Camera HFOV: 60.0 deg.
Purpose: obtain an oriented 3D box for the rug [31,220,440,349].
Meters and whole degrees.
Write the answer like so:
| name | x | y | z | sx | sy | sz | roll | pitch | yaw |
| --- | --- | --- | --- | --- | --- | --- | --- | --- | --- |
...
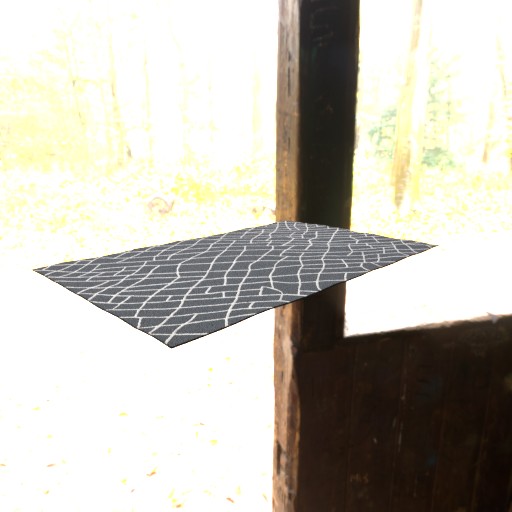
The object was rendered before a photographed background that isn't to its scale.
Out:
| name | x | y | z | sx | sy | sz | roll | pitch | yaw |
| --- | --- | --- | --- | --- | --- | --- | --- | --- | --- |
| rug | 0.000 | 0.000 | 3.076 | 2.448 | 0.017 | 1.529 | -14 | 20 | -43 |
